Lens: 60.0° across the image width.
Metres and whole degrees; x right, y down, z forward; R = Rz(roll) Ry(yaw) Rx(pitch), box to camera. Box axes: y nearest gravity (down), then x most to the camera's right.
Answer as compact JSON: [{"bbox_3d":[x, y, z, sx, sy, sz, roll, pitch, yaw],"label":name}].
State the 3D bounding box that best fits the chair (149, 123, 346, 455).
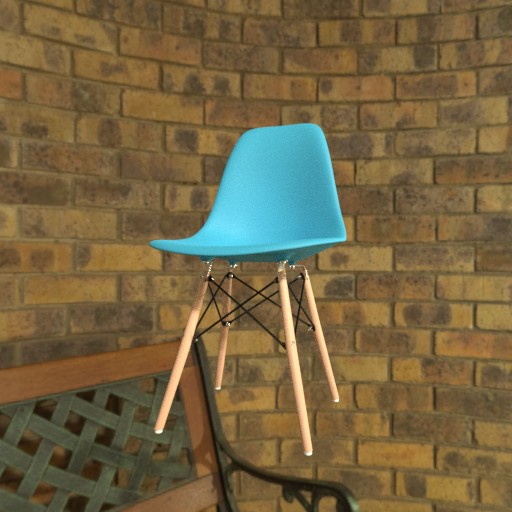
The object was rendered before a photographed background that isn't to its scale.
[{"bbox_3d":[0.000,0.000,1.160,0.470,0.826,0.531,0,0,19],"label":"chair"}]
